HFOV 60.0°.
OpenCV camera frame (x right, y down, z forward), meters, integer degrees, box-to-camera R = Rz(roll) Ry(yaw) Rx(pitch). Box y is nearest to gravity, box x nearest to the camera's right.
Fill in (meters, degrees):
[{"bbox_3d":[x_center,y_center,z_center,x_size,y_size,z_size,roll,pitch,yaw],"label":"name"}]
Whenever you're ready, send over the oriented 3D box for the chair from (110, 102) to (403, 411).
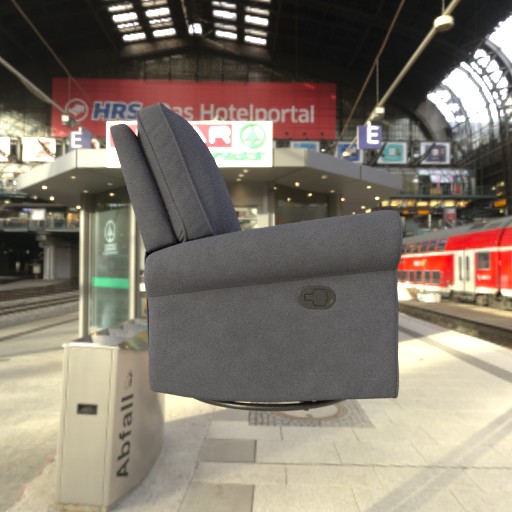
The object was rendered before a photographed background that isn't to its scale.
[{"bbox_3d":[0.000,0.000,1.668,0.878,0.961,0.890,0,-1,0],"label":"chair"}]
